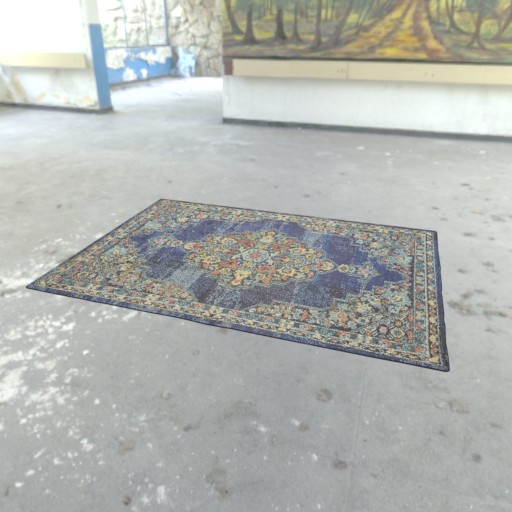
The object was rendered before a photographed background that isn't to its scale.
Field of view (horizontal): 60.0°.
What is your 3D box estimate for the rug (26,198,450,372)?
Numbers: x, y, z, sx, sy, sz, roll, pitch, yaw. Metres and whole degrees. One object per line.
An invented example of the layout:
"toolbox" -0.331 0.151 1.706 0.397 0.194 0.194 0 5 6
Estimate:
"rug" 0.000 0.000 3.731 2.940 0.011 2.053 8 28 16
